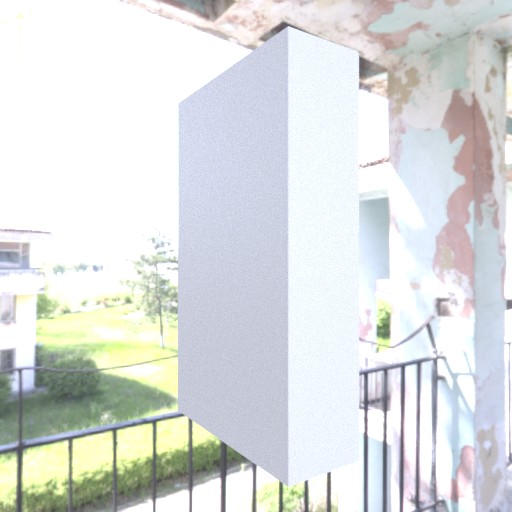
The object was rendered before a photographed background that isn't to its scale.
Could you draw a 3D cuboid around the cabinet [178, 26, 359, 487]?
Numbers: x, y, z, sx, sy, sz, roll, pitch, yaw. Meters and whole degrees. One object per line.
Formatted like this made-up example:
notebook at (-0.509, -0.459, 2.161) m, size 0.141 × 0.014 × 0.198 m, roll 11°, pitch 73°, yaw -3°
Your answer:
cabinet at (0.000, 0.000, 2.721) m, size 0.480 × 2.160 × 1.250 m, roll 0°, pitch 0°, yaw -34°
